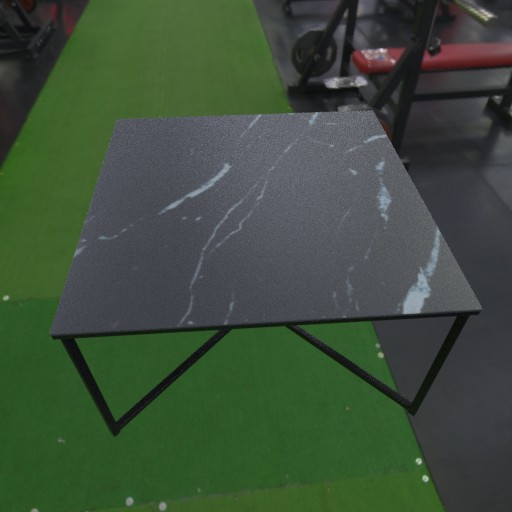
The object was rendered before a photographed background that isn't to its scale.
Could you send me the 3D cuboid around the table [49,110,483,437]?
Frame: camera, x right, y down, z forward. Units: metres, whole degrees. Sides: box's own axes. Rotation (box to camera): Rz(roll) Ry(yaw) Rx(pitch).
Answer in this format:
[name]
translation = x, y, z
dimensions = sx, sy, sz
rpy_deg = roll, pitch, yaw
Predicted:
[table]
translation = 0.000, 0.000, 1.255
dimensions = 0.800, 0.450, 0.800
rpy_deg = -3, 45, -3
